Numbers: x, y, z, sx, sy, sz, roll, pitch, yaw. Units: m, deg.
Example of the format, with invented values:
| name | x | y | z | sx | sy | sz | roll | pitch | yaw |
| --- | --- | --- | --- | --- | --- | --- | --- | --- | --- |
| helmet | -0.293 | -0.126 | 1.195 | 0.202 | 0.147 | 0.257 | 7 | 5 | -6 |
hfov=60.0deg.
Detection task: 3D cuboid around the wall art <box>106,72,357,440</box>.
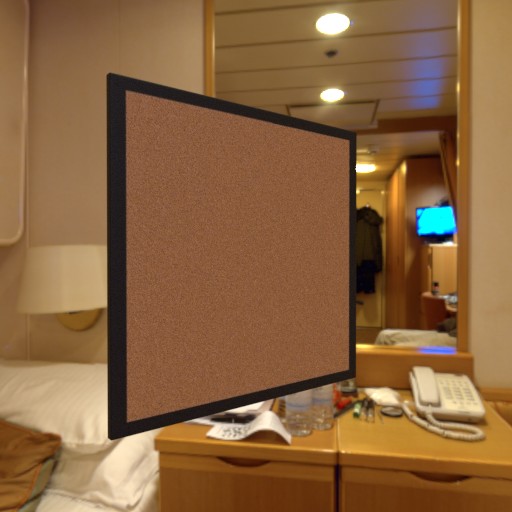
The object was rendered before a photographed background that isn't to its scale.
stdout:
| name | x | y | z | sx | sy | sz | roll | pitch | yaw |
| --- | --- | --- | --- | --- | --- | --- | --- | --- | --- |
| wall art | 0.000 | 0.000 | 0.994 | 0.663 | 0.659 | 0.016 | 0 | 1 | -37 |
